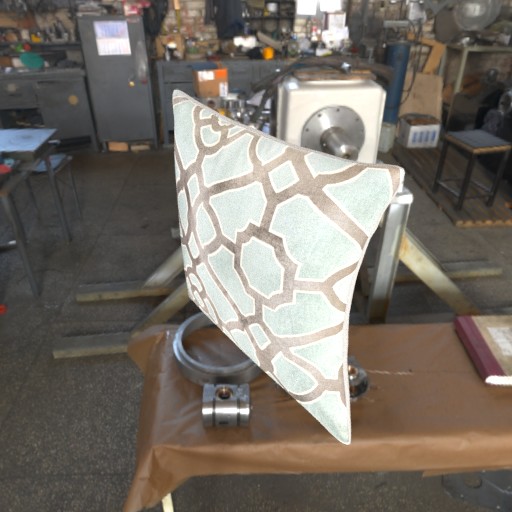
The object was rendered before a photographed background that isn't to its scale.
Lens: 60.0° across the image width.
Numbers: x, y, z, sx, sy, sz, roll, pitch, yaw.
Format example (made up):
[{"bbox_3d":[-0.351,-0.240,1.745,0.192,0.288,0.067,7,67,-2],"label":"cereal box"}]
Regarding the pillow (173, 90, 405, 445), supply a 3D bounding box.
[{"bbox_3d":[0.000,0.000,0.828,0.166,0.508,0.552,-22,38,-31],"label":"pillow"}]
